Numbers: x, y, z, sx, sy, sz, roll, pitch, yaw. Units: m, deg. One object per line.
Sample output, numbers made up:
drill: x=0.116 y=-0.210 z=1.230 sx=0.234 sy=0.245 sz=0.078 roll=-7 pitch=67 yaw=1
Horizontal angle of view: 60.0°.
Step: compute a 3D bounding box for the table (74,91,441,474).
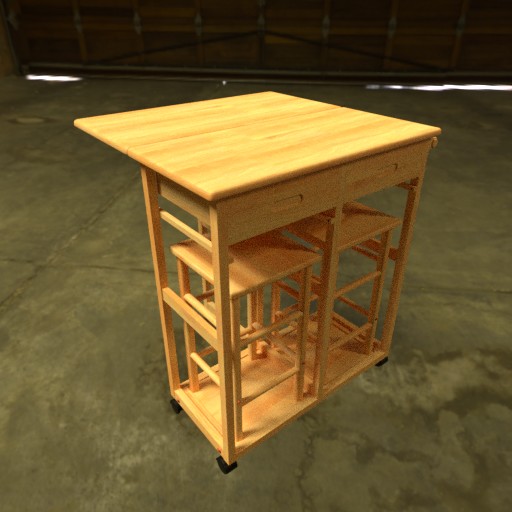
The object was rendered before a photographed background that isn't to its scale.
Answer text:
table: x=0.000 y=0.000 z=1.406 sx=0.752 sy=0.832 sz=0.693 roll=-22 pitch=36 yaw=-33
